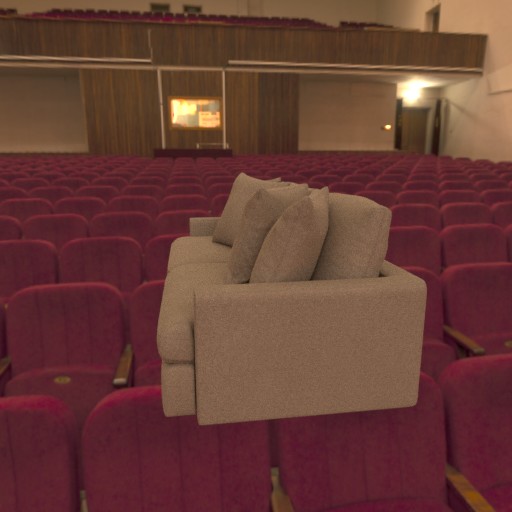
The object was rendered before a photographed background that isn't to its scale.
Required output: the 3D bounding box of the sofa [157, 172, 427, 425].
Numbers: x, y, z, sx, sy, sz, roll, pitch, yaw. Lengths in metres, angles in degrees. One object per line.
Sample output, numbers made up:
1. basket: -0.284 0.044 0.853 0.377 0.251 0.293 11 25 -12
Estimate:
1. sofa: 0.000 0.000 3.054 1.228 1.084 2.380 -2 13 -9
